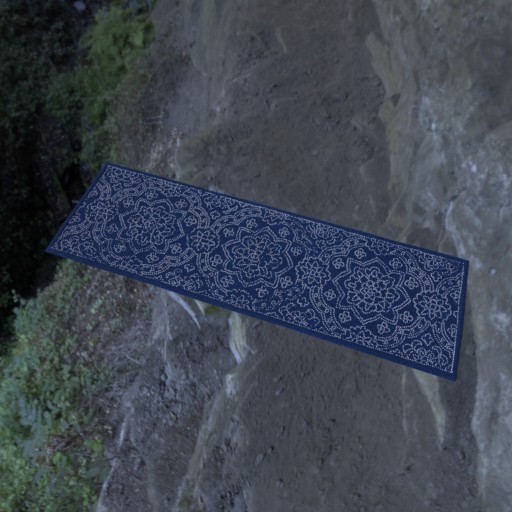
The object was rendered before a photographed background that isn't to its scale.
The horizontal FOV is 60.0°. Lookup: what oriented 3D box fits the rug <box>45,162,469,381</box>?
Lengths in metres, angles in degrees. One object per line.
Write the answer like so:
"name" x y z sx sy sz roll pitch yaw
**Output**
"rug" 0.000 0.000 2.670 2.448 0.012 0.769 16 60 10
